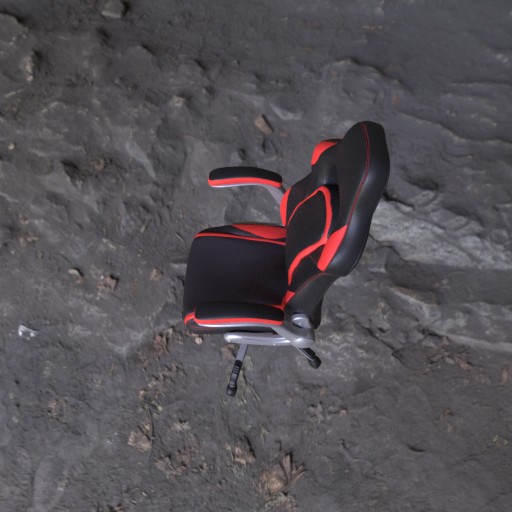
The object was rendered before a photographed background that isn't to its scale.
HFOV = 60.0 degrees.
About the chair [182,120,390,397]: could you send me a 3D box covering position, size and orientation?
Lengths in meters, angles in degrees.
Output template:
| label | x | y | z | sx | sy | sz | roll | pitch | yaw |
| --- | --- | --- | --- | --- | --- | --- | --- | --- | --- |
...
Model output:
| label | x | y | z | sx | sy | sz | roll | pitch | yaw |
| --- | --- | --- | --- | --- | --- | --- | --- | --- | --- |
| chair | 0.000 | 0.000 | 1.660 | 0.712 | 1.165 | 0.758 | 1 | 58 | 1 |
